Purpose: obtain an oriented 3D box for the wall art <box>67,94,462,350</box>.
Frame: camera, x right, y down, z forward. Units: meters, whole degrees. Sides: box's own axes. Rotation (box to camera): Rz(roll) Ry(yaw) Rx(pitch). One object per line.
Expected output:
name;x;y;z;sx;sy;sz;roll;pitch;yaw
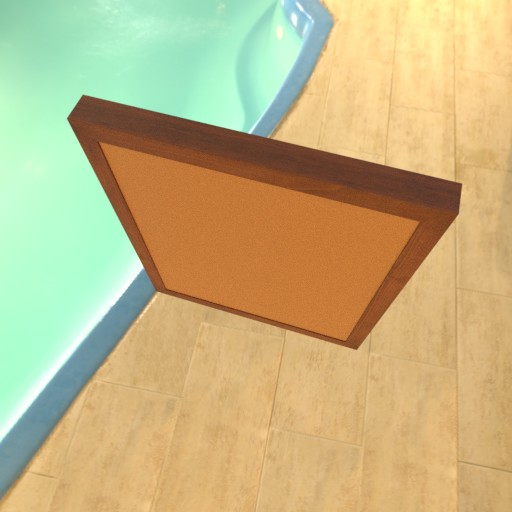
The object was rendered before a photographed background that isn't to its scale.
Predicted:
wall art;0.000;0.000;0.533;0.330;0.381;0.030;15;64;8
